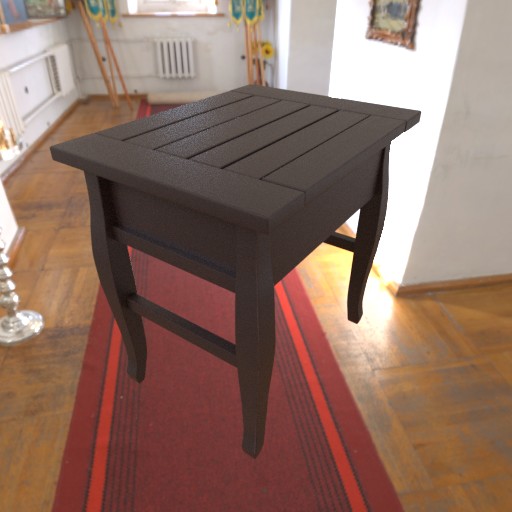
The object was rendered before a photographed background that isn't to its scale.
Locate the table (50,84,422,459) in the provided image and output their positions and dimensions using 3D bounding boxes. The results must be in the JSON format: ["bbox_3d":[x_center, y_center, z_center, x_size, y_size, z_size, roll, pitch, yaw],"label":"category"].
[{"bbox_3d":[0.000,0.000,1.032,0.460,0.605,0.602,21,39,29],"label":"table"}]
